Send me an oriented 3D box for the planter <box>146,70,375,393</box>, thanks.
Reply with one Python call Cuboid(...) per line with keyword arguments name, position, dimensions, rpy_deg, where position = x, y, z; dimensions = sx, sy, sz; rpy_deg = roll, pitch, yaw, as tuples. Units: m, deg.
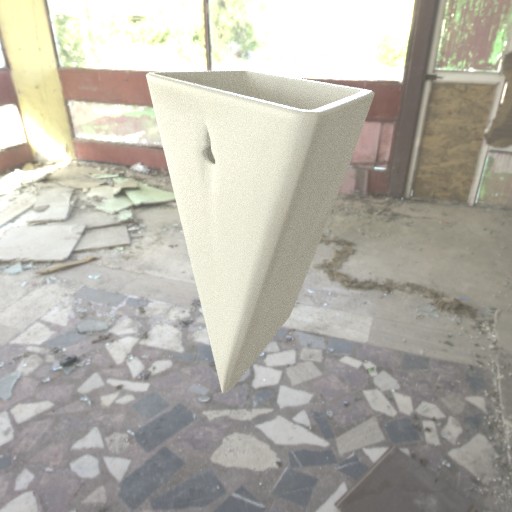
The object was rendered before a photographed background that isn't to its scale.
Cuboid(name="planter", position=(0.000, 0.000, 0.269), dimensions=(0.060, 0.197, 0.150), rpy_deg=(-19, 34, -30))
